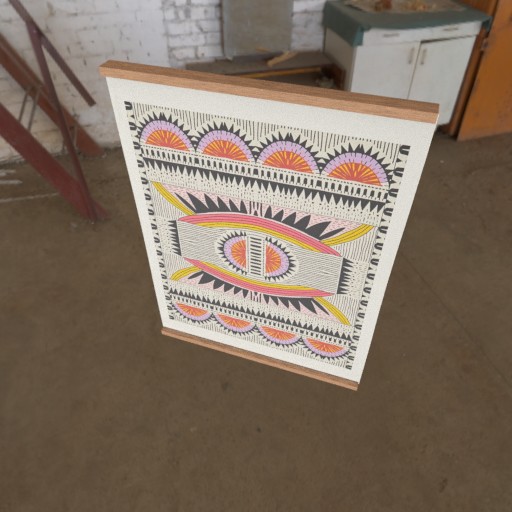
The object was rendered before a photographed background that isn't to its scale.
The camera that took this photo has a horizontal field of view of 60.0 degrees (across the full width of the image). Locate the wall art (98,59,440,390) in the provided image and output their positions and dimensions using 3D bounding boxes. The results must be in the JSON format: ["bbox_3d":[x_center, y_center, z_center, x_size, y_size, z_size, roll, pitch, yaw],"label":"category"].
[{"bbox_3d":[0.000,0.000,0.780,0.456,0.609,0.028,13,45,14],"label":"wall art"}]
